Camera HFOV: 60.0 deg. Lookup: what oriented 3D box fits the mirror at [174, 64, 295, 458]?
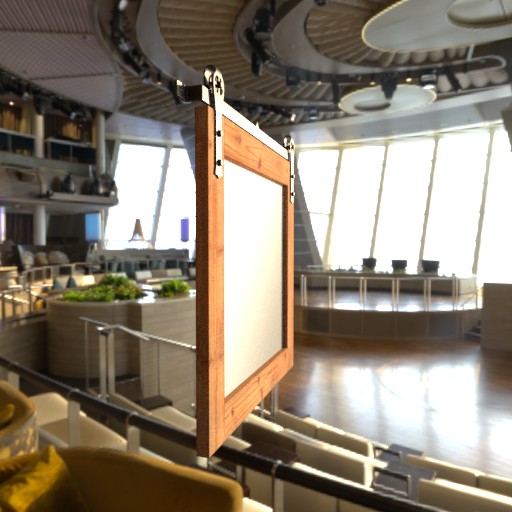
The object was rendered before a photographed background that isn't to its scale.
[{"bbox_3d":[0.000,0.000,1.216,0.054,0.800,0.805,1,2,19],"label":"mirror"}]
